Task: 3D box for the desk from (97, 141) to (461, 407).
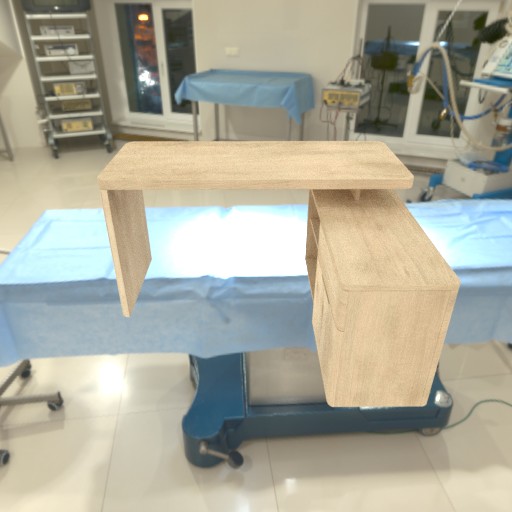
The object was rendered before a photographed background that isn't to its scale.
[{"bbox_3d":[0.000,0.000,2.118,1.400,0.770,1.175,0,30,0],"label":"desk"}]
